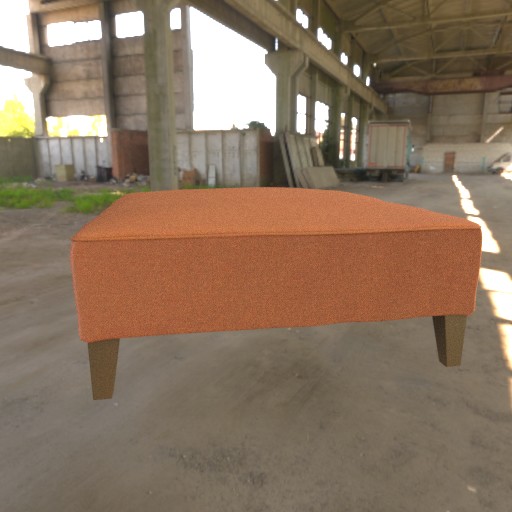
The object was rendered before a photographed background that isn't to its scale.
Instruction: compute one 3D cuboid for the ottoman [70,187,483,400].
[{"bbox_3d":[0.000,0.000,1.523,0.997,0.438,0.999,-2,13,-10],"label":"ottoman"}]
